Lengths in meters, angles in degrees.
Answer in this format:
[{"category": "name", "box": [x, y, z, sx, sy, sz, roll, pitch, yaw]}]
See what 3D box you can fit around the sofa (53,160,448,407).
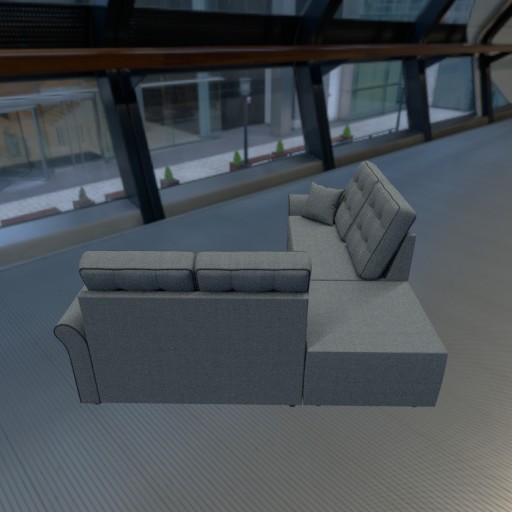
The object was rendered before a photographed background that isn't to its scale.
[{"category": "sofa", "box": [0.000, 0.000, 3.238, 2.070, 0.988, 2.068, 0, 27, 1]}]
